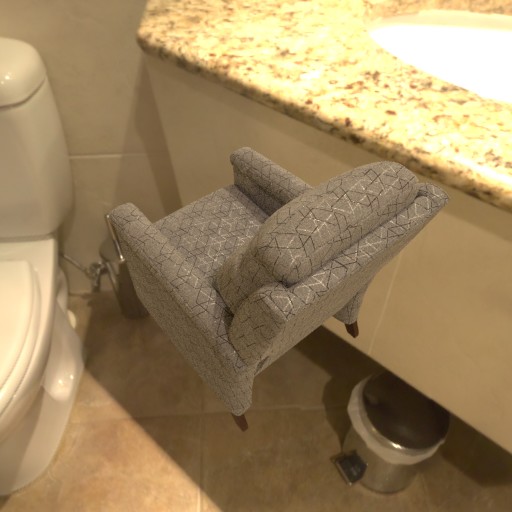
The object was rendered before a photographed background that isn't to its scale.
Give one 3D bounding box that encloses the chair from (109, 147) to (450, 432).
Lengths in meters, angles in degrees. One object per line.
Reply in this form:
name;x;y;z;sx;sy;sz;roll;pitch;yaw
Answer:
chair;0.000;0.000;1.718;0.753;1.048;0.987;-32;55;-26
